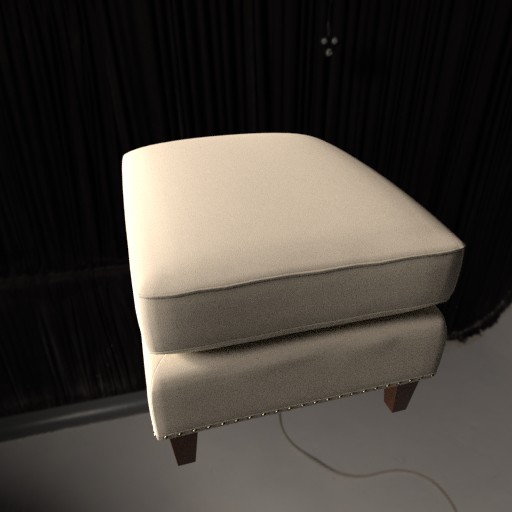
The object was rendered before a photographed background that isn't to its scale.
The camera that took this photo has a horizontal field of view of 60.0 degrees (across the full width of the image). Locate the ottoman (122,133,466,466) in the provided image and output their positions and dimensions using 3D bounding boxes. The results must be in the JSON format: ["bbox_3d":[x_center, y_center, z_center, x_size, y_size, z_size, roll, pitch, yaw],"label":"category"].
[{"bbox_3d":[0.000,0.000,1.093,0.584,0.513,0.741,-8,31,-14],"label":"ottoman"}]
